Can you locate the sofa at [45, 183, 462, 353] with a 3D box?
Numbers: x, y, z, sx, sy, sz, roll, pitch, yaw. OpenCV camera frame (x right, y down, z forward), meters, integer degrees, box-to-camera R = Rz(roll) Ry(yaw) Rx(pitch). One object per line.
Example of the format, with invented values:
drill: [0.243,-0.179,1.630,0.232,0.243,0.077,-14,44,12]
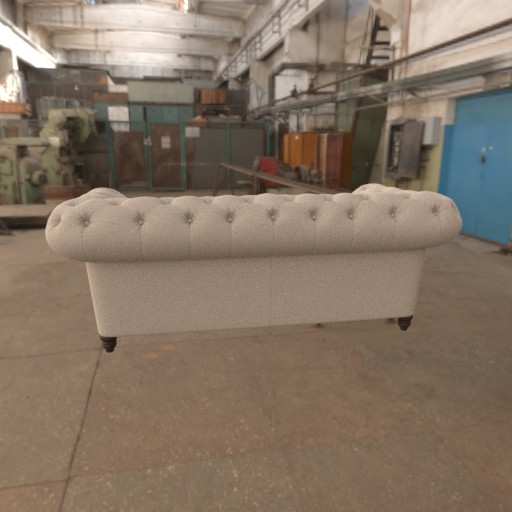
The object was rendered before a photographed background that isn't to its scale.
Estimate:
sofa: [0.000,0.000,2.471,1.998,0.764,0.986,-2,14,-9]
